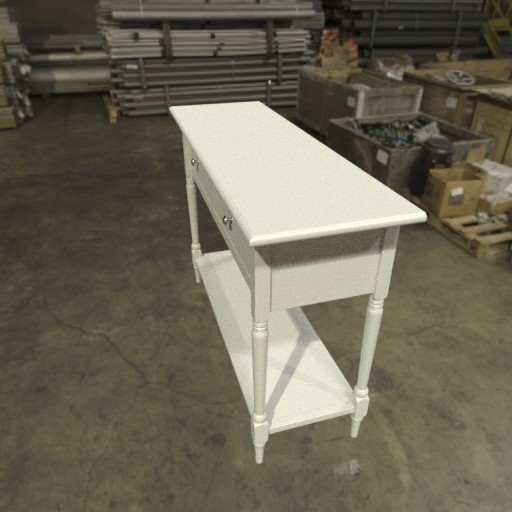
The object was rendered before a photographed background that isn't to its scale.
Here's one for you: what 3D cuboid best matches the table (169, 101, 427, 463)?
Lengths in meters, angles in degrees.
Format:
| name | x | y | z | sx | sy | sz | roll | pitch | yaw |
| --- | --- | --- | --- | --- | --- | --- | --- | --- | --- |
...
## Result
| name | x | y | z | sx | sy | sz | roll | pitch | yaw |
| --- | --- | --- | --- | --- | --- | --- | --- | --- | --- |
| table | 0.000 | 0.000 | 1.564 | 0.384 | 0.808 | 1.197 | -9 | 31 | -14 |
